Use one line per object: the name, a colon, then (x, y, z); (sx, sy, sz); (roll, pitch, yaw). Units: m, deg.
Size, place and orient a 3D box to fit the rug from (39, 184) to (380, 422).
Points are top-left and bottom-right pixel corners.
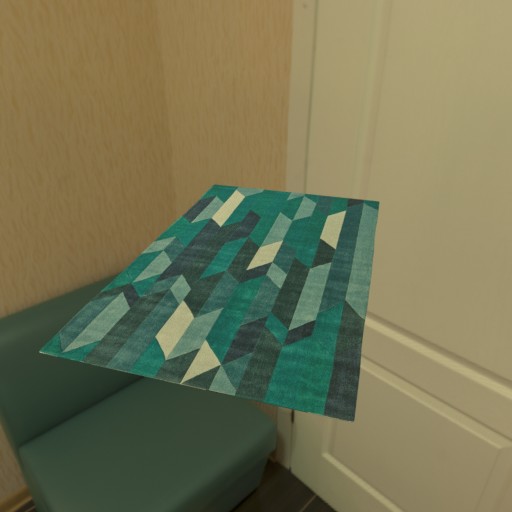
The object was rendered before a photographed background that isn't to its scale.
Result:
rug: (0.000, 0.000, 2.991); (1.528, 0.005, 2.420); (8, 30, 14)
